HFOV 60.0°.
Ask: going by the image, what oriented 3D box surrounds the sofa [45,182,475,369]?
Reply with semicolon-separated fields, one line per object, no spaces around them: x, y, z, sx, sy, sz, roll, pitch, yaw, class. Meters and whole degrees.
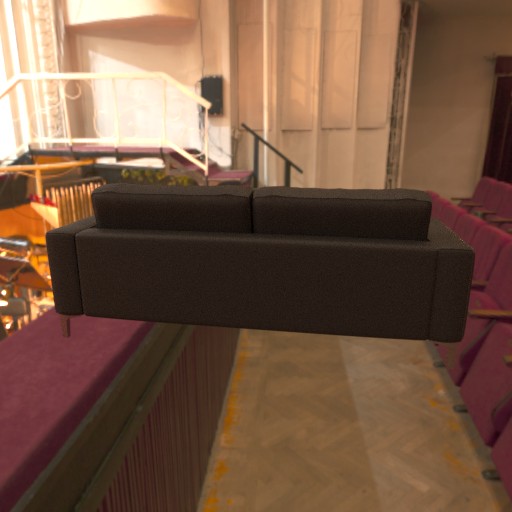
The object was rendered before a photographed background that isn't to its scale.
0.000;0.000;2.697;2.275;0.893;0.833;3;16;9;sofa
